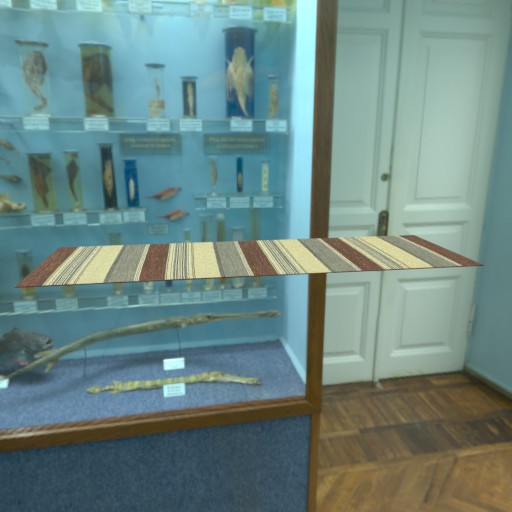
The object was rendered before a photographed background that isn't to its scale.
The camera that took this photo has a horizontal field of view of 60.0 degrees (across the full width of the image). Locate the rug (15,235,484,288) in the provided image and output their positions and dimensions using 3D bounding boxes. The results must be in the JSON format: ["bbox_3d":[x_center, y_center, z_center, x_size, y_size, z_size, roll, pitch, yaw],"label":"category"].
[{"bbox_3d":[0.000,0.000,2.655,2.437,0.006,0.792,-2,15,-8],"label":"rug"}]
